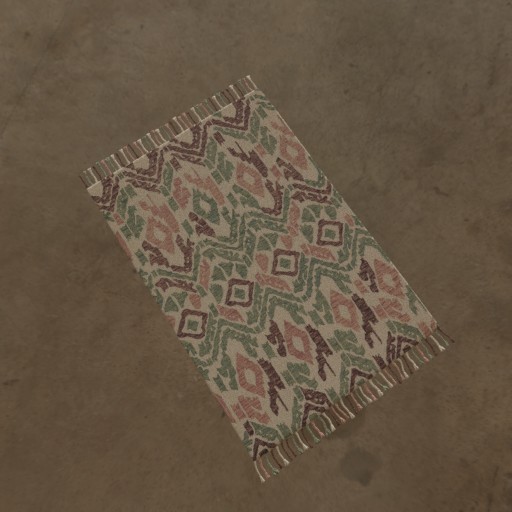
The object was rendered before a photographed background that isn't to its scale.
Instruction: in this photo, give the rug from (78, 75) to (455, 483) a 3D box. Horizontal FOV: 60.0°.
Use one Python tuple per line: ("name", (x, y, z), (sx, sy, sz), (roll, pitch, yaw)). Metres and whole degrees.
("rug", (0.000, 0.000, 3.041), (1.524, 0.011, 2.438), (-33, 79, -8))
